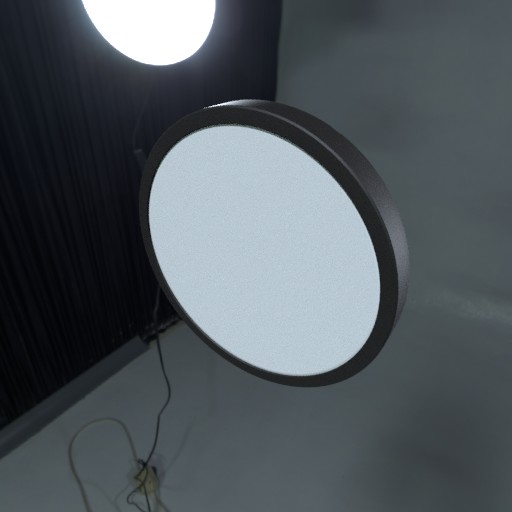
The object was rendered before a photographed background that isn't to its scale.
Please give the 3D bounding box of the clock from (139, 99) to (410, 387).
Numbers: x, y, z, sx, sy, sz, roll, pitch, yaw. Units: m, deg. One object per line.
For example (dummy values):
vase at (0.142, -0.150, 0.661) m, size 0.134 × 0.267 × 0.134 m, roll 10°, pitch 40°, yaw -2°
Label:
clock at (0.000, 0.000, 0.441) m, size 0.293 × 0.293 × 0.040 m, roll 18°, pitch 35°, yaw 29°
